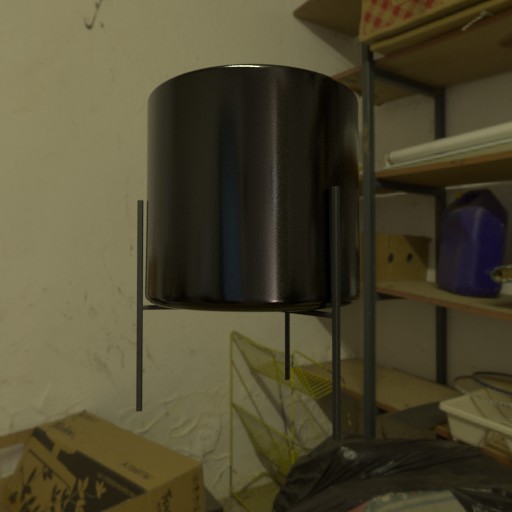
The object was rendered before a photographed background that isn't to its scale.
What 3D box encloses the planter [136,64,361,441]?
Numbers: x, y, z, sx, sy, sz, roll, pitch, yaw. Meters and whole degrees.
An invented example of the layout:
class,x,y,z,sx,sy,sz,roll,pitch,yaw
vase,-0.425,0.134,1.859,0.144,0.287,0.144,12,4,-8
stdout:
class,x,y,z,sx,sy,sz,roll,pitch,yaw
planter,0.000,0.000,0.644,0.310,0.432,0.310,-1,-2,37
